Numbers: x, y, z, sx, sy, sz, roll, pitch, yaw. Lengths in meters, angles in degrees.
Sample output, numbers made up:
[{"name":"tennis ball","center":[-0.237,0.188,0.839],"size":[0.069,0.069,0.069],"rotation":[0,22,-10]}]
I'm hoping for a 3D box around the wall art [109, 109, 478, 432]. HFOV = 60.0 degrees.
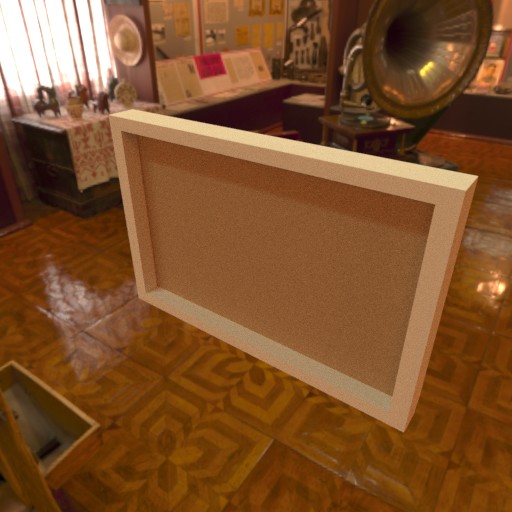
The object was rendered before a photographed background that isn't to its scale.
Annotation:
[{"name":"wall art","center":[0.000,0.000,0.480],"size":[0.384,0.254,0.039],"rotation":[20,36,31]}]
